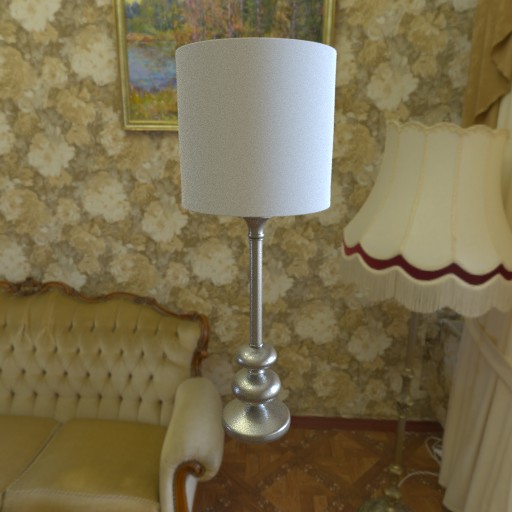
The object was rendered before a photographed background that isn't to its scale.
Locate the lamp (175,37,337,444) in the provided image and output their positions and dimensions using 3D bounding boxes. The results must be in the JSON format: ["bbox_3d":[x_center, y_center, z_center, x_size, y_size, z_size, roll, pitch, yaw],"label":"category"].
[{"bbox_3d":[0.000,0.000,0.794,0.254,0.690,0.254,15,21,43],"label":"lamp"}]
